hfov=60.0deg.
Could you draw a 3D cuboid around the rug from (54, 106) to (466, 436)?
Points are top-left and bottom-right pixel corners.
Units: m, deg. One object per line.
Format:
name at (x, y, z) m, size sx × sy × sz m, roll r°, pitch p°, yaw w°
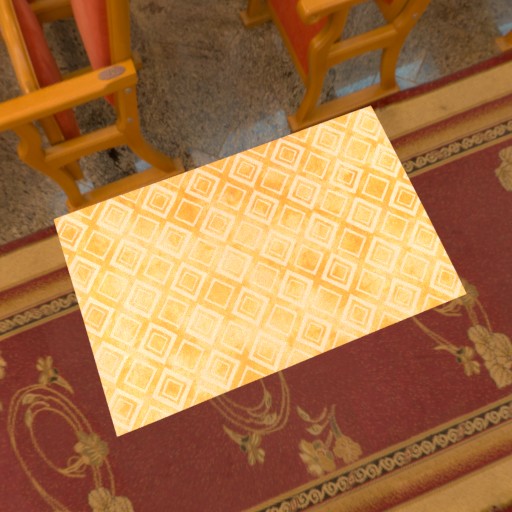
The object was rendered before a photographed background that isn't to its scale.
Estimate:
rug at (0.000, 0.000, 3.003) m, size 2.424 × 0.010 × 1.511 m, roll -21°, pitch 77°, yaw -5°
